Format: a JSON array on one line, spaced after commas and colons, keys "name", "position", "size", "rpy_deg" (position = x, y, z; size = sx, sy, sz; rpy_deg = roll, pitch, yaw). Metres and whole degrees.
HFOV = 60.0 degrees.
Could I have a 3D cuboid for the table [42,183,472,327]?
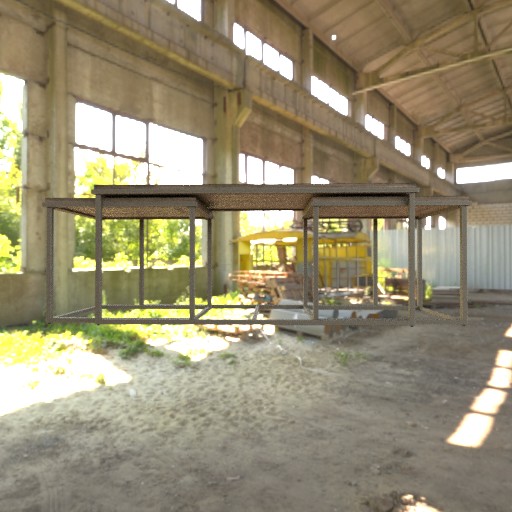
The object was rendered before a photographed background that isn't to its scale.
[{"name": "table", "position": [0.000, 0.000, 1.564], "size": [1.312, 0.427, 0.489], "rpy_deg": [0, -1, 2]}]
